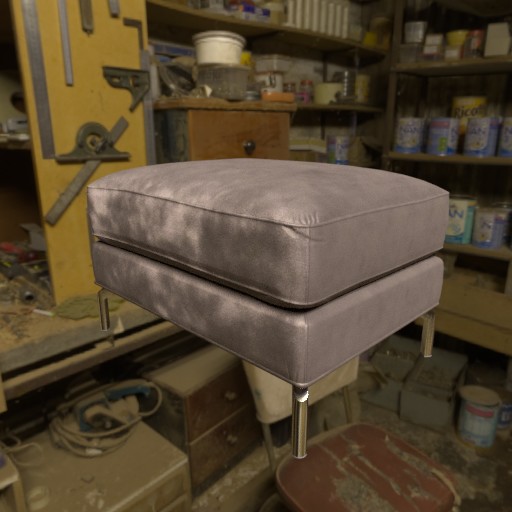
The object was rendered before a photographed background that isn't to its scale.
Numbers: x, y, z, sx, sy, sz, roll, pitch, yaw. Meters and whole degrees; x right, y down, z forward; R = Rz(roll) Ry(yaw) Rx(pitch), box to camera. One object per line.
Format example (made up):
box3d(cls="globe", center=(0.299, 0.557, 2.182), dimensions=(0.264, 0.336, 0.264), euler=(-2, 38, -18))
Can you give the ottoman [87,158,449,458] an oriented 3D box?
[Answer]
box3d(cls="ottoman", center=(0.000, 0.000, 1.078), dimensions=(0.719, 0.456, 0.520), euler=(15, 22, 43))
